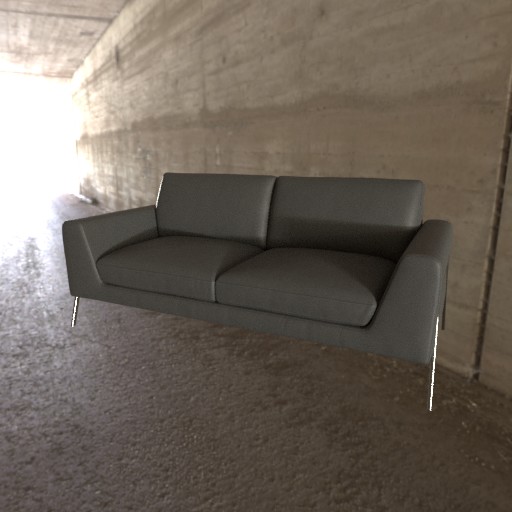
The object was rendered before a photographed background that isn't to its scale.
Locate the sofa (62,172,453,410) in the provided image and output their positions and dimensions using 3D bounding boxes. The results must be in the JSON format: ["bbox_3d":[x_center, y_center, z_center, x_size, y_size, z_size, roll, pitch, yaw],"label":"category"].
[{"bbox_3d":[0.000,0.000,2.519,2.017,0.875,0.953,7,15,25],"label":"sofa"}]
